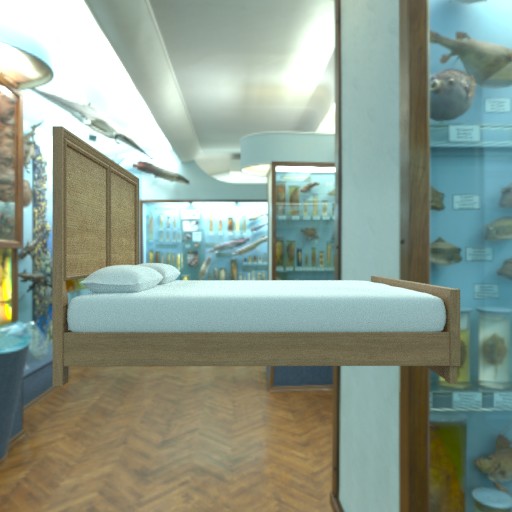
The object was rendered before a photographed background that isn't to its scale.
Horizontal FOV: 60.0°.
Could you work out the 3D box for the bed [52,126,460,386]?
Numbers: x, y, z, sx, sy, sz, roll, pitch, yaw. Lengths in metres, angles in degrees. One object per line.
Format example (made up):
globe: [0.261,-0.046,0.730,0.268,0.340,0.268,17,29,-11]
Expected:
bed: [0.000,0.000,3.177,2.184,1.387,1.606,0,0,0]
